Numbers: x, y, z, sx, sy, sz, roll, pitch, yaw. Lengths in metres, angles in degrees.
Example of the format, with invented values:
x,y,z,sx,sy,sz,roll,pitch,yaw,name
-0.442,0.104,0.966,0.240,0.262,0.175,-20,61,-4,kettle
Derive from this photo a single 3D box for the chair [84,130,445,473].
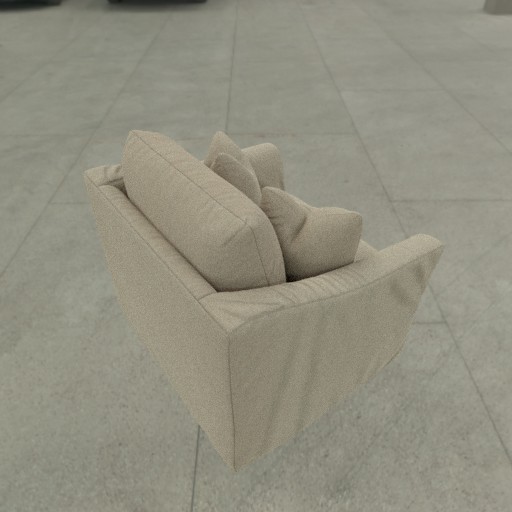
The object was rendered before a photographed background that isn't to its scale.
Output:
x,y,z,sx,sy,sz,roll,pitch,yaw,name
0.000,0.000,2.040,1.071,1.093,1.194,-25,45,-27,chair
